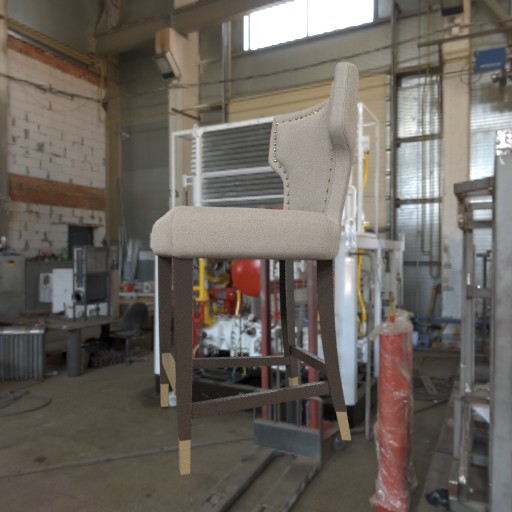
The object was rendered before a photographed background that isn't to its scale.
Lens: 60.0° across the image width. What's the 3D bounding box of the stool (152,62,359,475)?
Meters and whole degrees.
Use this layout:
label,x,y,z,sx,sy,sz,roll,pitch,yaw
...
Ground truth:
label,x,y,z,sx,sy,sz,roll,pitch,yaw
stool,0.000,0.000,1.297,0.563,0.982,0.527,0,0,-17
